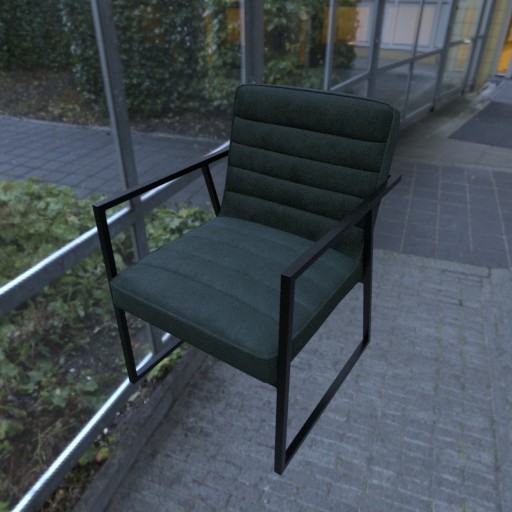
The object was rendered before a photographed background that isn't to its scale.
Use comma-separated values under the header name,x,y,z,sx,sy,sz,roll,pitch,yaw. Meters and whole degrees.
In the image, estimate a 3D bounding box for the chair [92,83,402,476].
name,x,y,z,sx,sy,sz,roll,pitch,yaw
chair,0.000,0.000,1.282,0.571,0.833,0.677,20,37,29
